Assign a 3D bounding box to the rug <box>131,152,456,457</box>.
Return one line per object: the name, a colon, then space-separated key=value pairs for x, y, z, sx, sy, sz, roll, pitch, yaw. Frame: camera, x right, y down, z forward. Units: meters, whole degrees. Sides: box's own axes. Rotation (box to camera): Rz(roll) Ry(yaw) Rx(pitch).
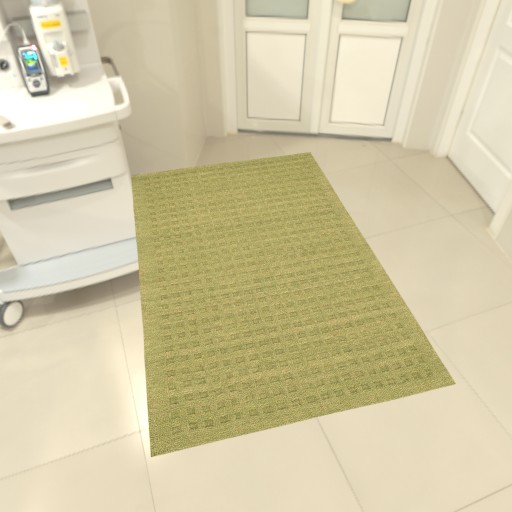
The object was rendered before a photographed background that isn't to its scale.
rug: x=0.000 y=0.000 z=2.914 sx=1.529 sy=0.007 sz=2.297 roll=-10 pitch=45 yaw=-10
